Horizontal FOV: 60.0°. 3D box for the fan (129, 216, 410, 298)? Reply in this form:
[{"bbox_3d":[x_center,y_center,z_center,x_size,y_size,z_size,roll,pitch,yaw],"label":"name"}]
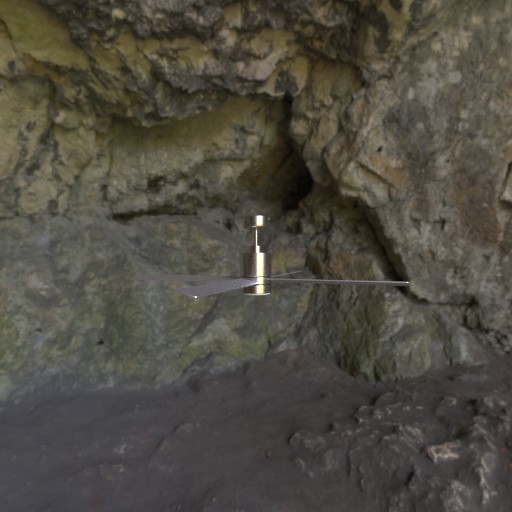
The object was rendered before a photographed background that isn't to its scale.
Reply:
[{"bbox_3d":[0.000,0.000,2.011,1.322,0.355,1.322,0,1,20],"label":"fan"}]
